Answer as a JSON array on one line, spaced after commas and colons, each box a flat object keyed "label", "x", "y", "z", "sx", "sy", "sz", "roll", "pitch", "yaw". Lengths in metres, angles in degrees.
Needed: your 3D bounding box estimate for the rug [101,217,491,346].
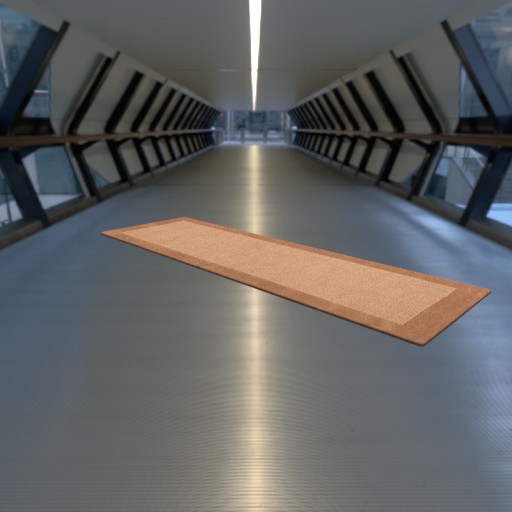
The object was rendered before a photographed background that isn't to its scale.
[{"label": "rug", "x": 0.000, "y": 0.000, "z": 2.691, "sx": 2.439, "sy": 0.017, "sz": 0.764, "roll": 16, "pitch": 23, "yaw": 42}]
